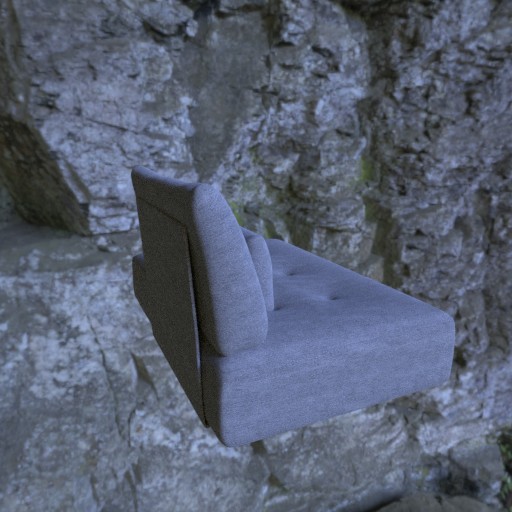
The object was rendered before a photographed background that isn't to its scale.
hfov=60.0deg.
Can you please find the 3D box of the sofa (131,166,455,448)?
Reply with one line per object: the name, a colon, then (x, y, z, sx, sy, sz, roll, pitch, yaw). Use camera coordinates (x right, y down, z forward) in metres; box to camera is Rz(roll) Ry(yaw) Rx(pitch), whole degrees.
sofa: (0.000, 0.000, 2.030, 1.002, 0.820, 1.450, -7, 17, -24)
